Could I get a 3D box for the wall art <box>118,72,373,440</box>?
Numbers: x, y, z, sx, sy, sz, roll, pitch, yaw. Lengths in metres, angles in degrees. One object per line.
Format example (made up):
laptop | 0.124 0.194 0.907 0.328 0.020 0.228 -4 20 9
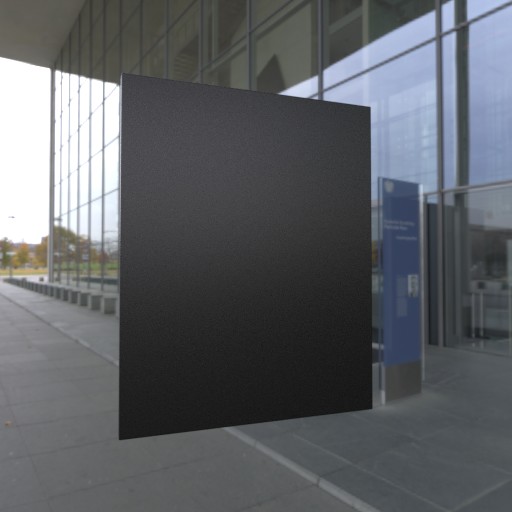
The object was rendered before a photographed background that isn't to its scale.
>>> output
wall art | 0.000 0.000 1.617 0.950 1.194 0.053 0 -1 -19
